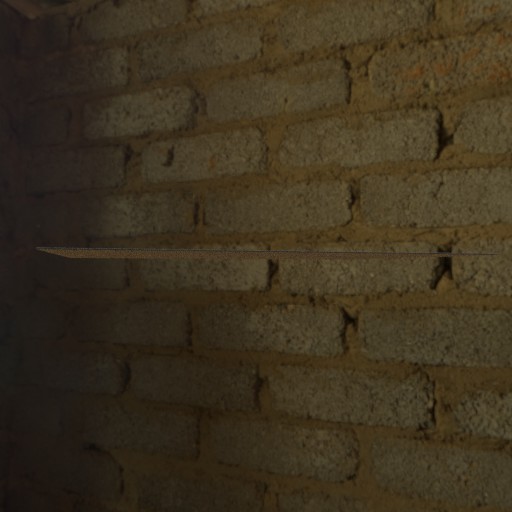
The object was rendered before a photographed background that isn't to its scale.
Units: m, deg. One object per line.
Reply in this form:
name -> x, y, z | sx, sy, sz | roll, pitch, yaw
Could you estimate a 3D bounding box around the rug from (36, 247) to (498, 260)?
rug -> 0.000, 0.000, 2.786 | 2.286, 0.006, 1.522 | 1, -2, -18
